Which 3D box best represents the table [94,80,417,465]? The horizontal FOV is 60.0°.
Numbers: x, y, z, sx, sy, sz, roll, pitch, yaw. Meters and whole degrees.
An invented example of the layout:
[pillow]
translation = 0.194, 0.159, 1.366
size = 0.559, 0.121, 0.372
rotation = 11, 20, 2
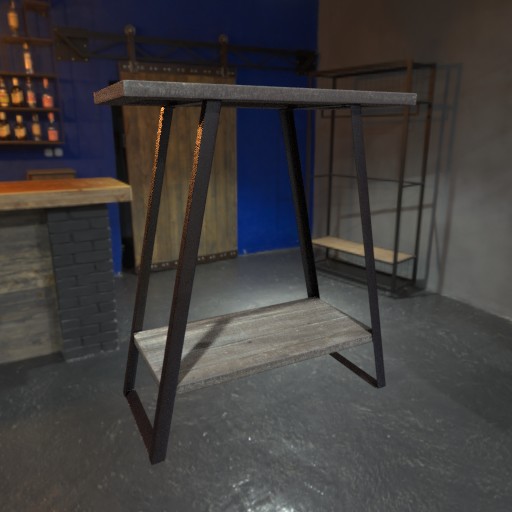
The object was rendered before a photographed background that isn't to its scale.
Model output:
[table]
translation = 0.000, 0.000, 1.014
size = 0.599, 0.701, 0.300
rotation = -8, 18, -26
